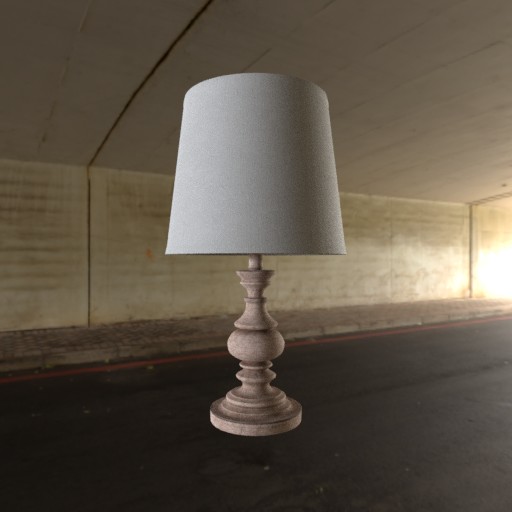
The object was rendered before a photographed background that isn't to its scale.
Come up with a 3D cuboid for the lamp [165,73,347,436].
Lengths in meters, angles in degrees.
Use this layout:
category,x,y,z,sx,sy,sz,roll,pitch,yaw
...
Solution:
category,x,y,z,sx,sy,sz,roll,pitch,yaw
lamp,0.000,0.000,0.681,0.273,0.497,0.273,0,-1,0
